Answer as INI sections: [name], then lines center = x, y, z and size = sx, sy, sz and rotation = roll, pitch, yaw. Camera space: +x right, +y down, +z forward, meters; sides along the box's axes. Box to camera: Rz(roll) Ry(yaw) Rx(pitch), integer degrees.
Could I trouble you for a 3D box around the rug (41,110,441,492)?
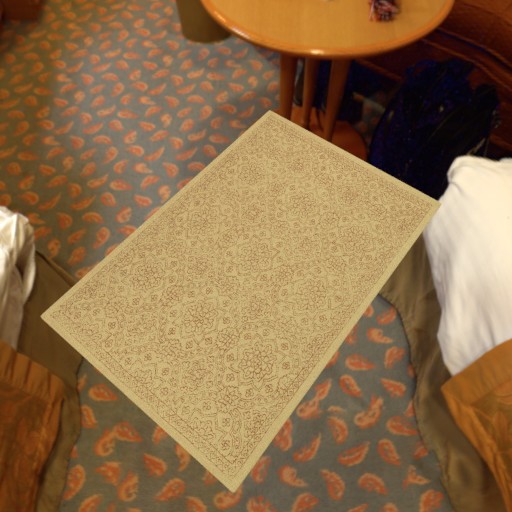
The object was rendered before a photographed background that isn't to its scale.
[rug]
center = 0.000, 0.000, 2.315
size = 1.219, 0.010, 1.829
rotation = 34, 65, 18
